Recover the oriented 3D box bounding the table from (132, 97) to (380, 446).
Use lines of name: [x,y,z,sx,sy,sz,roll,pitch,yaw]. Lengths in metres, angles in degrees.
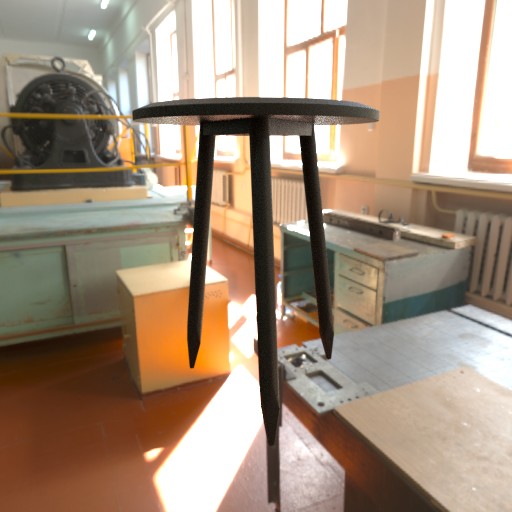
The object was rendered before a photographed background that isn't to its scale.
table: [0.000,0.000,0.919,0.457,0.585,0.457,0,14,0]
